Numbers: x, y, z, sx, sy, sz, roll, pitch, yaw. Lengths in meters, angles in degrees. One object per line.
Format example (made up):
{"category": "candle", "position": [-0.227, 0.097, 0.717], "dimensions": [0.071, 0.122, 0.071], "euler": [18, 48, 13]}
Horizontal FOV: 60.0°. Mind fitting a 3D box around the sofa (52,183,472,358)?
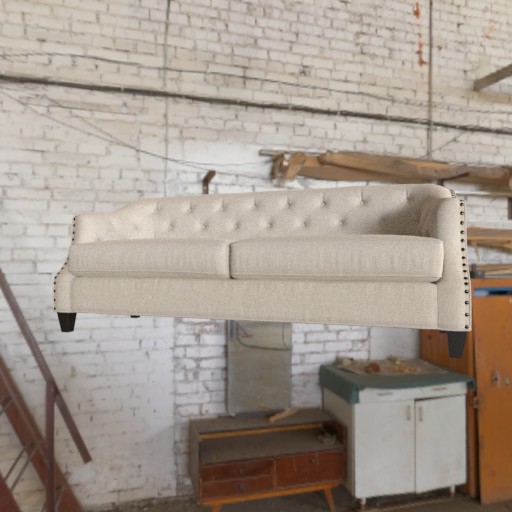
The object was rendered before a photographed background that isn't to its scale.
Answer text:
{"category": "sofa", "position": [0.000, 0.000, 2.653], "dimensions": [2.235, 0.901, 0.914], "euler": [0, -1, 19]}
